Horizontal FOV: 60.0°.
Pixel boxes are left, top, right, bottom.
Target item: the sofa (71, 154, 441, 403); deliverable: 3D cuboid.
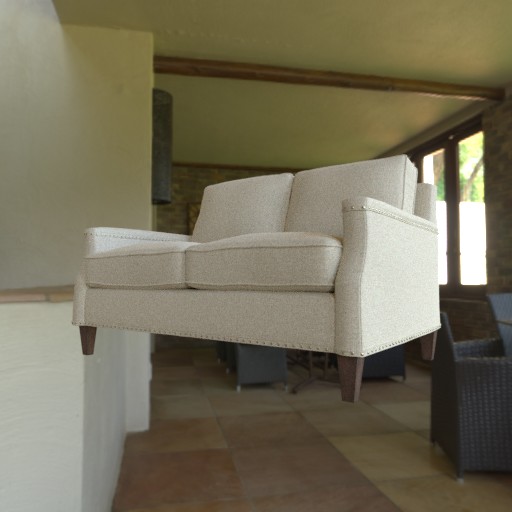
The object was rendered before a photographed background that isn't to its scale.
[{"bbox_3d":[0.000,0.000,2.247,1.597,1.003,1.084,-2,-3,36],"label":"sofa"}]
